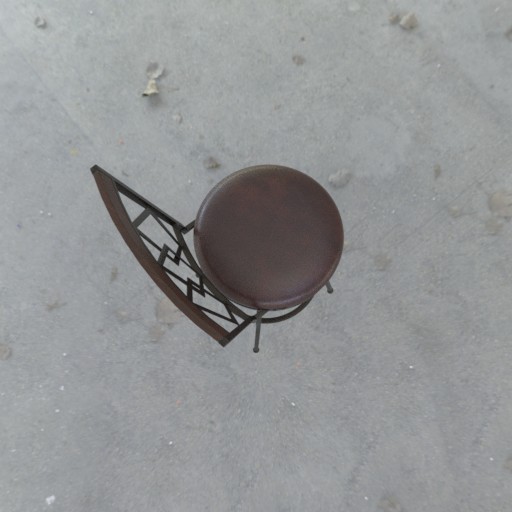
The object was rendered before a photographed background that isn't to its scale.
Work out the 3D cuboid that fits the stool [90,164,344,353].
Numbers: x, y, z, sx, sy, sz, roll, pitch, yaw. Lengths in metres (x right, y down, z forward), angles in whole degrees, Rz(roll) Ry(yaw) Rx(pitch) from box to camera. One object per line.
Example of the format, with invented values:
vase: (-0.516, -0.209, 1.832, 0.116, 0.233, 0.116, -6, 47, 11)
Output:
stool: (0.000, 0.000, 1.365, 0.521, 1.134, 0.432, -37, 78, -9)
